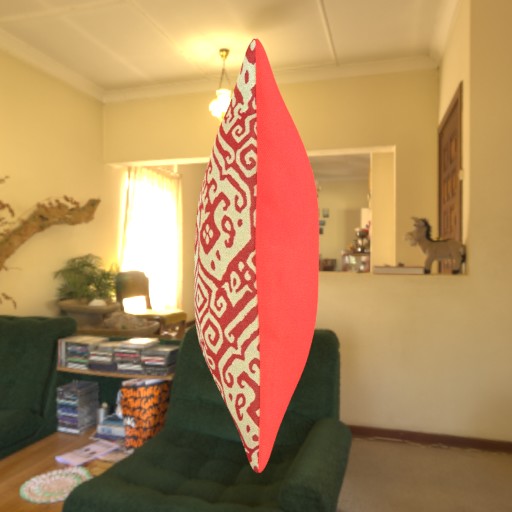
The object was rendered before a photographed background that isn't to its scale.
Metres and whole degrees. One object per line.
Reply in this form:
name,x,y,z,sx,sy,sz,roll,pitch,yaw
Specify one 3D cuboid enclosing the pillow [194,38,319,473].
pillow,0.000,0.000,0.773,0.192,0.507,0.522,0,0,0
